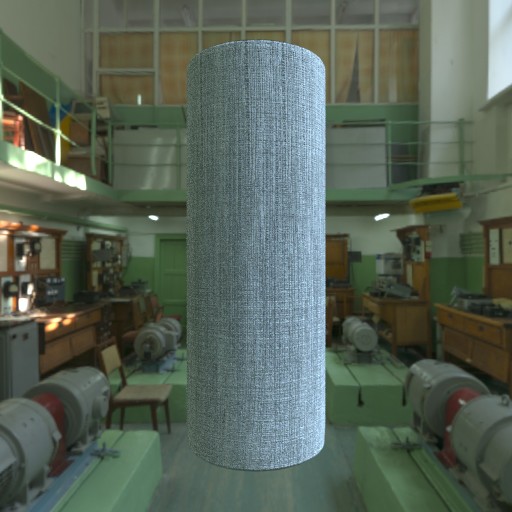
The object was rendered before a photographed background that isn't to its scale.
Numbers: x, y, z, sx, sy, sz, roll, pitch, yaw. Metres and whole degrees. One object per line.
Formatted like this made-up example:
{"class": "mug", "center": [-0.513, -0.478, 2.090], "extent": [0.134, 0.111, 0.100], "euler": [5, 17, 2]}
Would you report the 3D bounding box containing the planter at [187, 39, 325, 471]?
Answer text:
{"class": "planter", "center": [0.000, 0.000, 0.324], "extent": [0.100, 0.270, 0.100], "euler": [0, 0, 0]}
